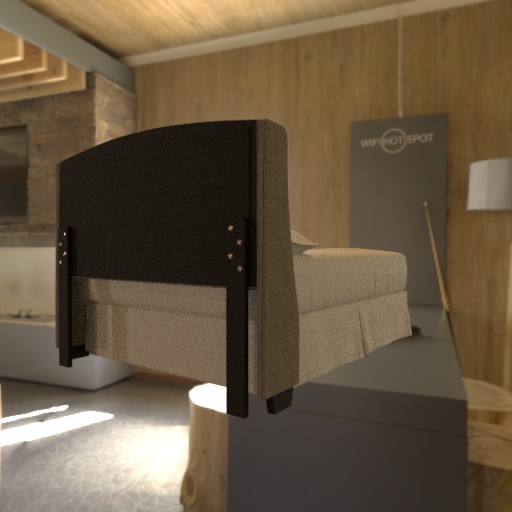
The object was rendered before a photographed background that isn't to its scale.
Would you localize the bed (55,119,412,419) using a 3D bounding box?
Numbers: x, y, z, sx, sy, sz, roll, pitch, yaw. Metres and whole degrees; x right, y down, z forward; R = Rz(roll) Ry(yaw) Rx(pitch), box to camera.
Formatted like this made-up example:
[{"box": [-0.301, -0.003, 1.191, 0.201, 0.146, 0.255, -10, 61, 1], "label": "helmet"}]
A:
[{"box": [0.000, 0.000, 3.314, 1.710, 1.407, 2.237, 1, 1, 36], "label": "bed"}]
